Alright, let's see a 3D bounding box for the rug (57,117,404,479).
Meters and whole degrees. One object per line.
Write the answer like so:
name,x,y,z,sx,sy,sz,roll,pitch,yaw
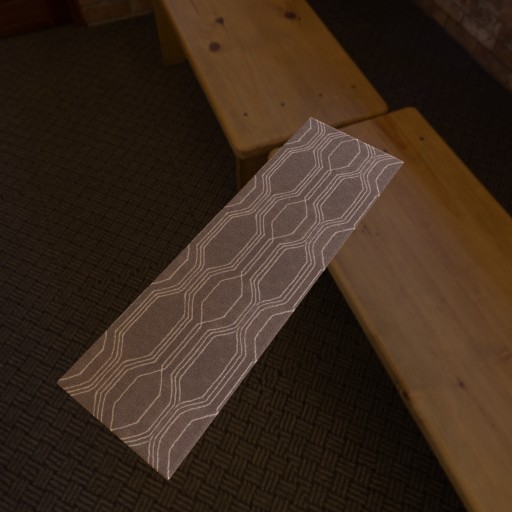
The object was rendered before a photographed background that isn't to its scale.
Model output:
rug,0.000,0.000,2.702,0.773,0.012,2.464,32,64,18
